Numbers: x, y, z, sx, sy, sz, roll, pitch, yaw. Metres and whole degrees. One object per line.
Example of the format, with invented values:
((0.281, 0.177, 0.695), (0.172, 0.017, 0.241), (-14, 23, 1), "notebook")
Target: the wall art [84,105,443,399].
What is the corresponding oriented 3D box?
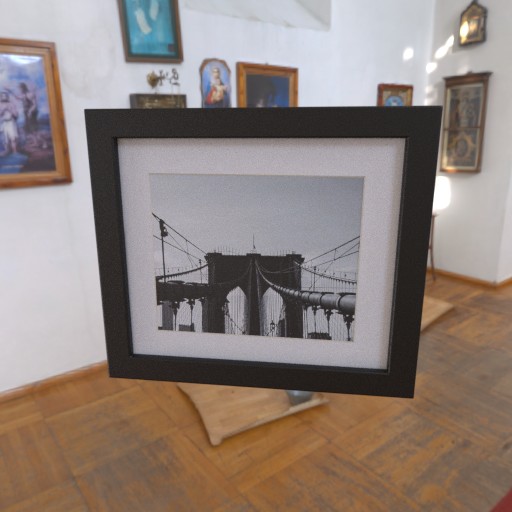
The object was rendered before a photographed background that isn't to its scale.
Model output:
((0.000, 0.000, 0.521), (0.380, 0.330, 0.028), (2, 15, 7), "wall art")
